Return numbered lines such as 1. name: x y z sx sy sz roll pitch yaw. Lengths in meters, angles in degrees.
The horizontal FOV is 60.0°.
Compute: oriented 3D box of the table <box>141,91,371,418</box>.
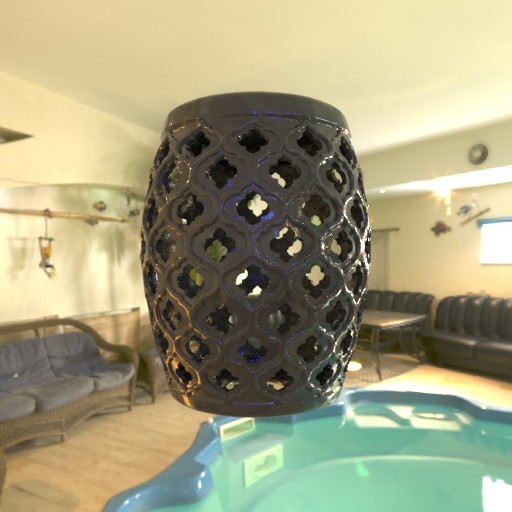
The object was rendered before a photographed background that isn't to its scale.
1. table: 0.000 0.000 0.645 0.325 0.388 0.325 0 -1 0
